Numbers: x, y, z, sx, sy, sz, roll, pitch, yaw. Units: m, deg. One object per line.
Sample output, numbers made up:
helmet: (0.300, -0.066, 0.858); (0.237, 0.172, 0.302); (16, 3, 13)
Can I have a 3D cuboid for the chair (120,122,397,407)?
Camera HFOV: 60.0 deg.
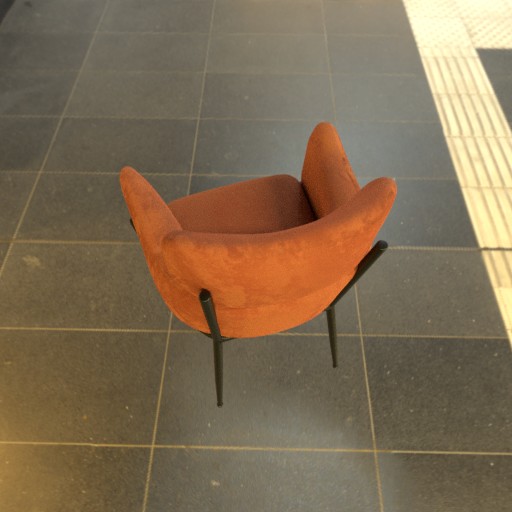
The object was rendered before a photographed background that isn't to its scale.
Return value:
chair: (0.000, 0.000, 1.119); (0.561, 0.772, 0.523); (-15, 58, -10)
